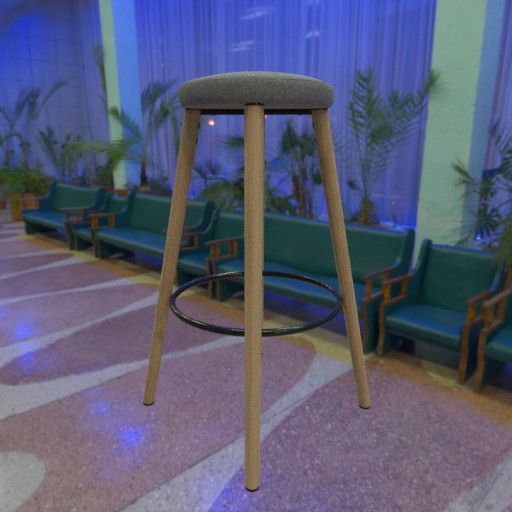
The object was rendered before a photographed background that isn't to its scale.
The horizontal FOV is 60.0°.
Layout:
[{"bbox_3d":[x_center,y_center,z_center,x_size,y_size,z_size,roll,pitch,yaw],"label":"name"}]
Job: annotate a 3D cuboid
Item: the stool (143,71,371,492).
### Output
[{"bbox_3d":[0.000,0.000,1.010,0.410,0.770,0.410,-14,20,-42],"label":"stool"}]
